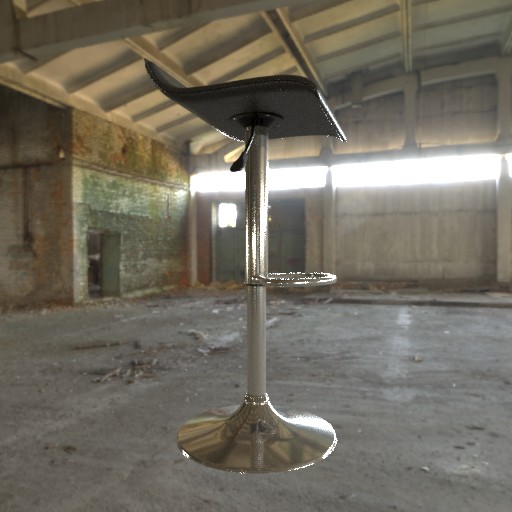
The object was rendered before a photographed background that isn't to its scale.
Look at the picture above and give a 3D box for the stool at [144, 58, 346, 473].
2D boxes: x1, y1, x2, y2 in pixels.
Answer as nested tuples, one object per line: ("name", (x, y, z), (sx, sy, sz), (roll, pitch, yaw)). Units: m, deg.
("stool", (0.000, 0.000, 1.057), (0.381, 0.851, 0.381), (0, 0, 19))
